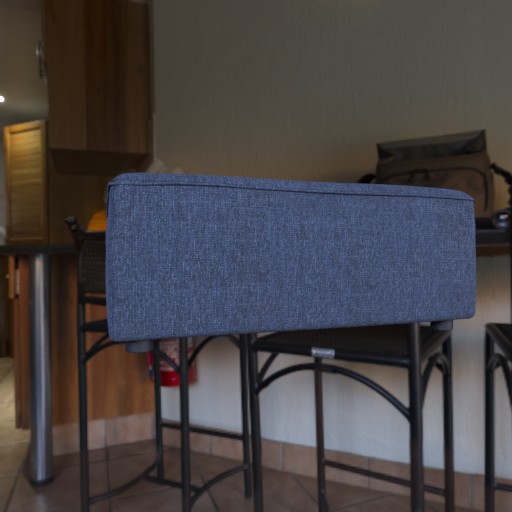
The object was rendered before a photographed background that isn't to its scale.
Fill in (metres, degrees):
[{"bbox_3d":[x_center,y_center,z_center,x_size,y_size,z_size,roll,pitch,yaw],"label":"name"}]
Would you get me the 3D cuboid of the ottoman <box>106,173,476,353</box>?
[{"bbox_3d":[0.000,0.000,1.575,1.023,0.423,1.017,0,1,-18],"label":"ottoman"}]
